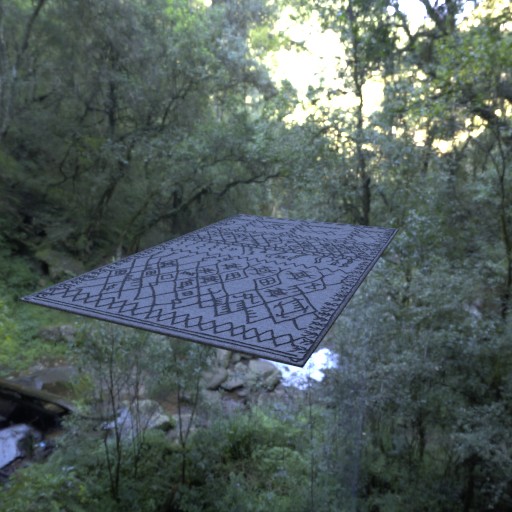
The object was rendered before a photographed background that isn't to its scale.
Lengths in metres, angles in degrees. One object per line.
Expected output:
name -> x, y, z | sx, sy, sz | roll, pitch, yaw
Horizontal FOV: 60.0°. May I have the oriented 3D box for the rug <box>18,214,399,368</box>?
rug -> 0.000, 0.000, 2.999 | 1.526, 0.012, 2.444 | 8, 18, 24
